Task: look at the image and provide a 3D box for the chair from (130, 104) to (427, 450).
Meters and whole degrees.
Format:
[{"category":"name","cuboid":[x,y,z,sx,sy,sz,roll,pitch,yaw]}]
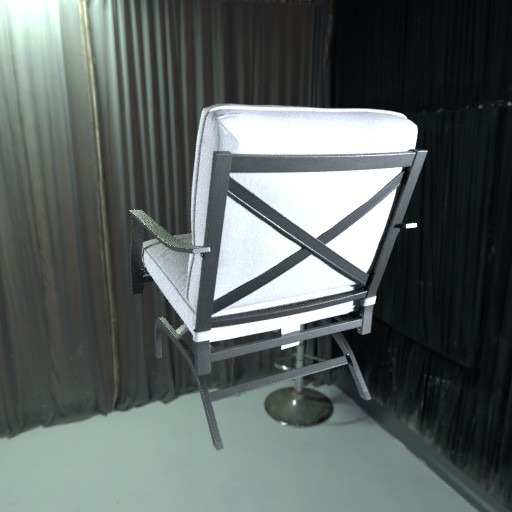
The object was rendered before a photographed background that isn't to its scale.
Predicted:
[{"category":"chair","cuboid":[0.000,0.000,1.401,0.650,0.860,0.787,-7,16,-27]}]
